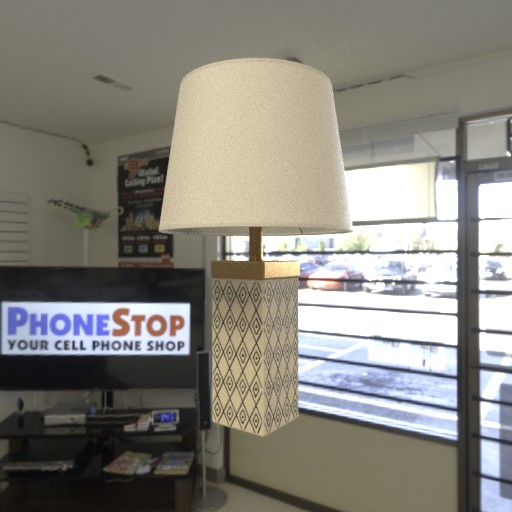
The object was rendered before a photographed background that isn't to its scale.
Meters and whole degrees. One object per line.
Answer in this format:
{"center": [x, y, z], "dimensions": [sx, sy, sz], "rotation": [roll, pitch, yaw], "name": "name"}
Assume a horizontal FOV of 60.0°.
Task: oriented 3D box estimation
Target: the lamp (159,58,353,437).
{"center": [0.000, 0.000, 0.586], "dimensions": [0.251, 0.435, 0.251], "rotation": [0, 0, 0], "name": "lamp"}
